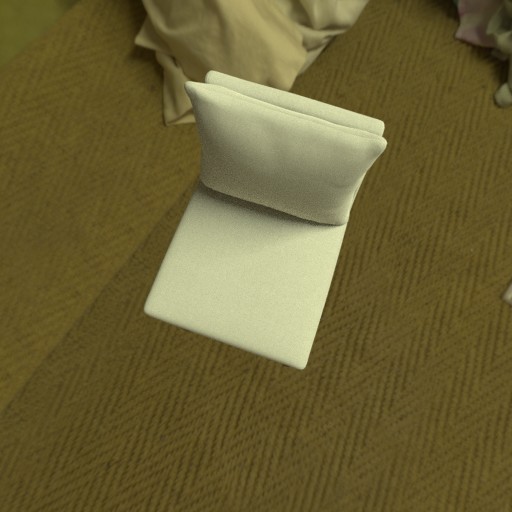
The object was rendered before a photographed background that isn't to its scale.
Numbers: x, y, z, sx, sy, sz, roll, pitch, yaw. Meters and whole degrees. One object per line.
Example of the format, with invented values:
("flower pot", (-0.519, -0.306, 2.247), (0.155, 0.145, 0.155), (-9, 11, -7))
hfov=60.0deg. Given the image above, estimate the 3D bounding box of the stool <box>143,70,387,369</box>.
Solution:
("stool", (0.000, 0.000, 1.371), (0.463, 1.032, 0.572), (18, 76, 5))
